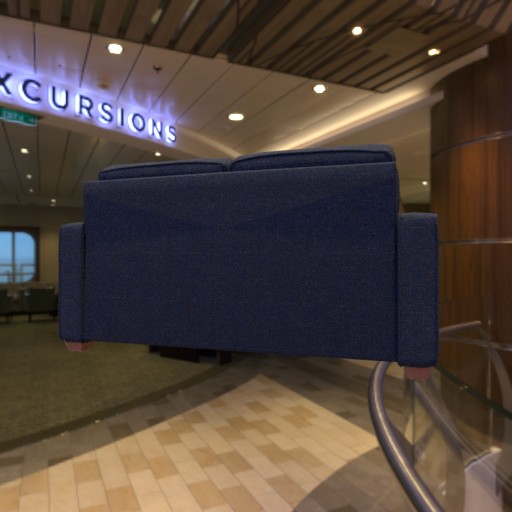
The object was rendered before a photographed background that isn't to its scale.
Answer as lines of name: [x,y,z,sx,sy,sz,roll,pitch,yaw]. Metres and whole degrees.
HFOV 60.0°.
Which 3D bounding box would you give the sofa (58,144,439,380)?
sofa: [0.000,0.000,2.290,1.709,0.918,0.947,0,0,18]
